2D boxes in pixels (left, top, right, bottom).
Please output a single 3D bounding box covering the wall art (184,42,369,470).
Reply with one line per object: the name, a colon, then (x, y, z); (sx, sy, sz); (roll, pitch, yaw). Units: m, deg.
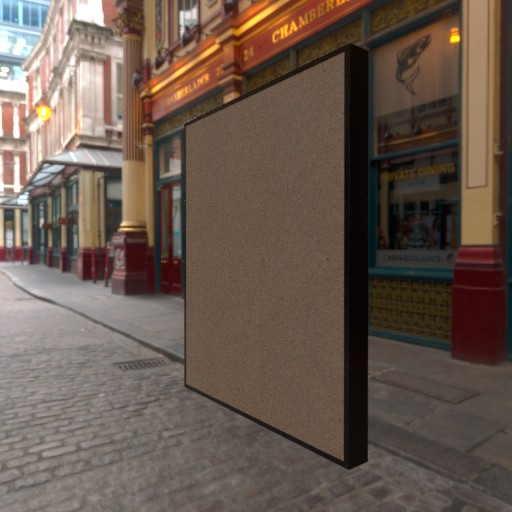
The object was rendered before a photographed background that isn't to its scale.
wall art: (0.000, 0.000, 0.760); (0.038, 0.551, 0.448); (0, 1, -37)
